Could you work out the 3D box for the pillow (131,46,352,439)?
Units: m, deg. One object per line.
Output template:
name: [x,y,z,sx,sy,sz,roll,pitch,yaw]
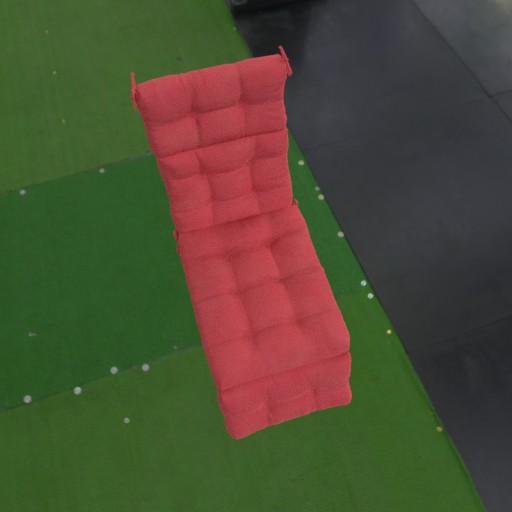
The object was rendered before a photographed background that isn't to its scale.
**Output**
pillow: [0.000,0.000,1.519,0.526,0.863,1.016,-15,64,-8]
